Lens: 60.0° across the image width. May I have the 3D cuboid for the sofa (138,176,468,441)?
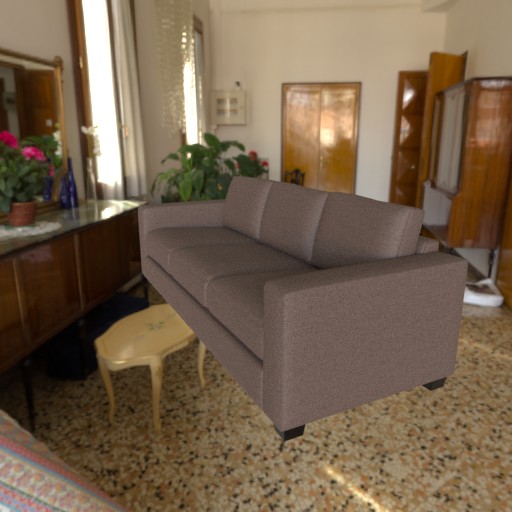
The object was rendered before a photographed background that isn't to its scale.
[{"bbox_3d":[0.000,0.000,2.593,0.900,0.806,2.160,-7,17,-26],"label":"sofa"}]
